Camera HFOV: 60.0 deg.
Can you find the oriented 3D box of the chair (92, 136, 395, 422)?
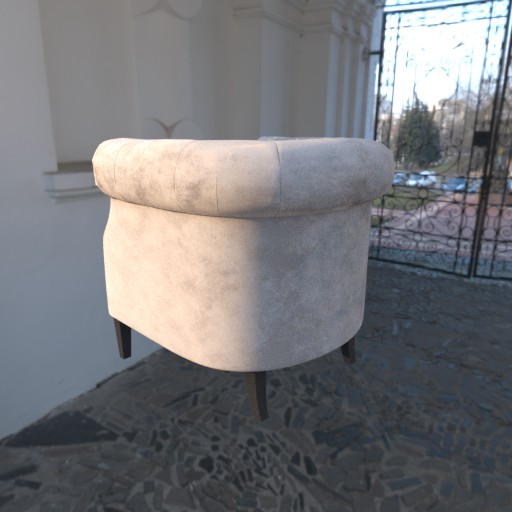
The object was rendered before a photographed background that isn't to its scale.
[{"bbox_3d":[0.000,0.000,1.591,0.904,0.826,0.851,-15,22,-43],"label":"chair"}]
